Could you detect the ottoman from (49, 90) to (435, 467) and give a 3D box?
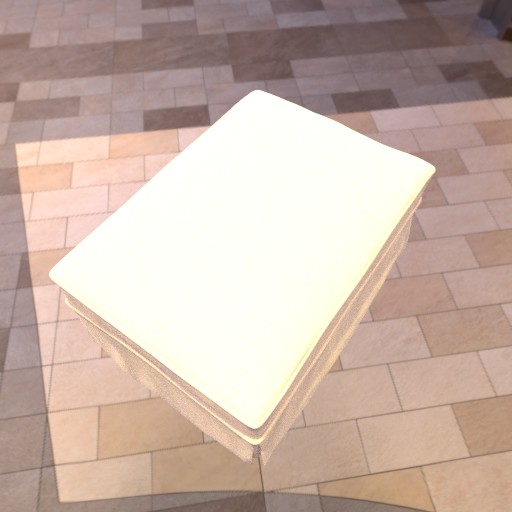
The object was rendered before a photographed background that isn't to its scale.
[{"bbox_3d":[0.000,0.000,1.346,0.703,0.479,0.944,31,62,18],"label":"ottoman"}]
